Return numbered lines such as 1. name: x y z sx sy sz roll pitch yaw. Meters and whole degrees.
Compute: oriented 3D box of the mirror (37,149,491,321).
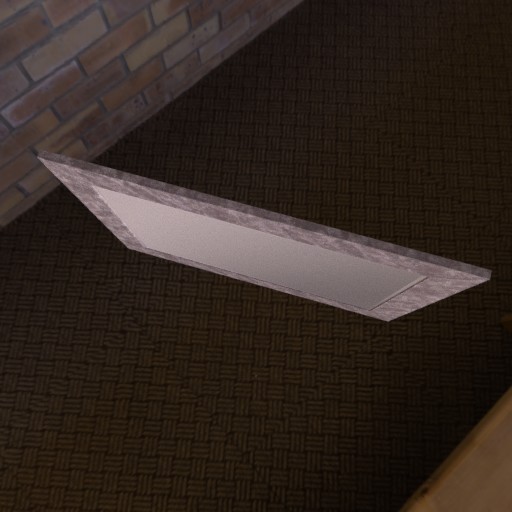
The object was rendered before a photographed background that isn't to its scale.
1. mirror: 0.000 0.000 1.423 1.101 0.795 0.022 15 75 4
